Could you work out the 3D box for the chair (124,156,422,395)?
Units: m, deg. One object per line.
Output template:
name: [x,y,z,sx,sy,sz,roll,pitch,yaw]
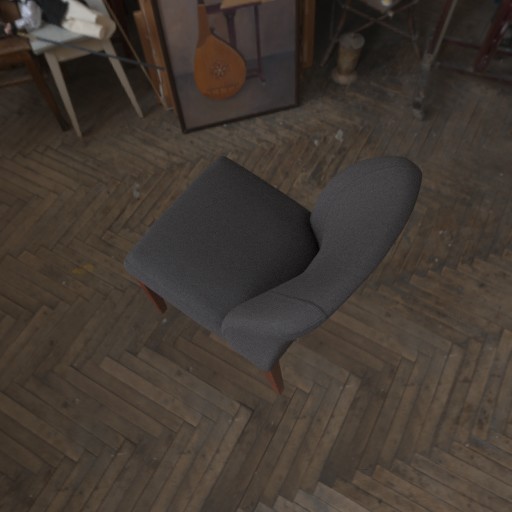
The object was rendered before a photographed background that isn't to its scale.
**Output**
chair: [0.000,0.000,1.263,0.619,0.879,0.506,32,68,15]
